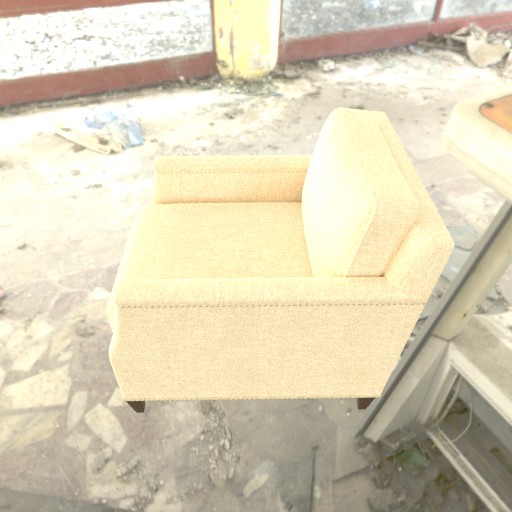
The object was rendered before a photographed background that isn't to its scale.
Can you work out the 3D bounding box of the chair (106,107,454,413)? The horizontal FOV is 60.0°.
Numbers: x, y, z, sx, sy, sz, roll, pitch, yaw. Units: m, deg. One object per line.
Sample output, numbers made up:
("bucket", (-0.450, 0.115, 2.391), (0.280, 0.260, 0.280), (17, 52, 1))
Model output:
("chair", (0.000, 0.000, 1.740), (1.041, 0.940, 0.838), (-1, 42, -1))
